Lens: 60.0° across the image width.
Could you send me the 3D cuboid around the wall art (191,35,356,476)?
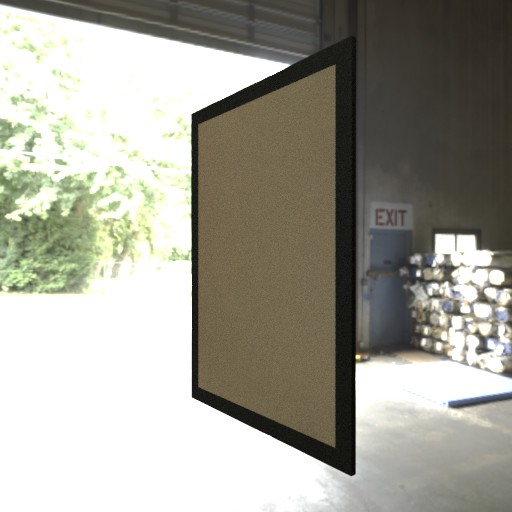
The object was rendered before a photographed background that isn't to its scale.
[{"bbox_3d":[0.000,0.000,0.683,0.008,0.530,0.379,0,0,-39],"label":"wall art"}]
